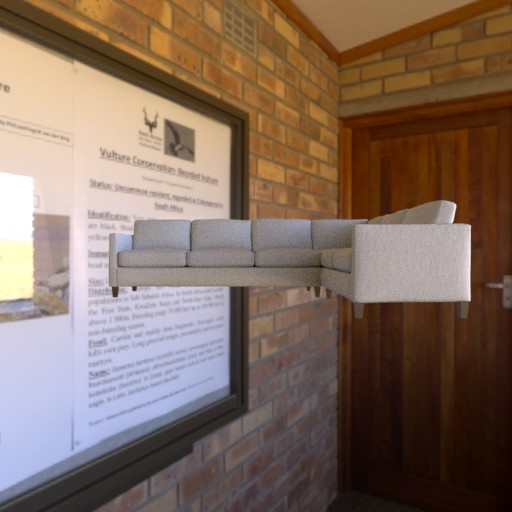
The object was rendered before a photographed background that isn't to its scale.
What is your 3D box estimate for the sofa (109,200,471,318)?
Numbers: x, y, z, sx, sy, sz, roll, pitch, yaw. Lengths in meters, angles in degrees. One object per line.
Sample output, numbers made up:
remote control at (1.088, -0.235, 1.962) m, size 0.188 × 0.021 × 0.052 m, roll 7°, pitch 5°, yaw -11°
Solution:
sofa at (0.000, 0.000, 4.618) m, size 3.333 × 0.934 × 2.522 m, roll 0°, pitch 1°, yaw 0°
